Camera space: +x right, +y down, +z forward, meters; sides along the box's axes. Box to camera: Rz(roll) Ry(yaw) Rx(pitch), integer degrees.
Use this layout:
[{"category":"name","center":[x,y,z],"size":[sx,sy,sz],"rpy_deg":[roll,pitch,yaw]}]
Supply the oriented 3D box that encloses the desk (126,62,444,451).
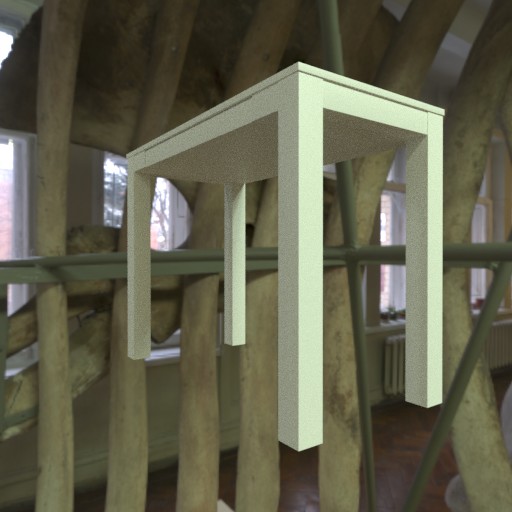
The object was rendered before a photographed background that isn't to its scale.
[{"category":"desk","center":[0.000,0.000,1.412],"size":[0.497,0.762,0.990],"rpy_deg":[0,0,-35]}]
